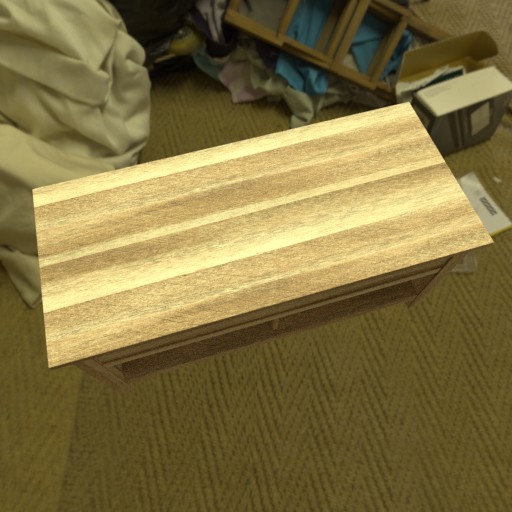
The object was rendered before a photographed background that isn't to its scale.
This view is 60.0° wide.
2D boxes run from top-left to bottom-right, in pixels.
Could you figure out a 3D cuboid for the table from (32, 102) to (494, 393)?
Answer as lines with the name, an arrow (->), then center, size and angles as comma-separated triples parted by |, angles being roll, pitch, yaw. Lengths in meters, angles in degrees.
table -> 0.000, 0.000, 1.358 | 1.095, 0.480, 0.493 | -15, 65, -7
